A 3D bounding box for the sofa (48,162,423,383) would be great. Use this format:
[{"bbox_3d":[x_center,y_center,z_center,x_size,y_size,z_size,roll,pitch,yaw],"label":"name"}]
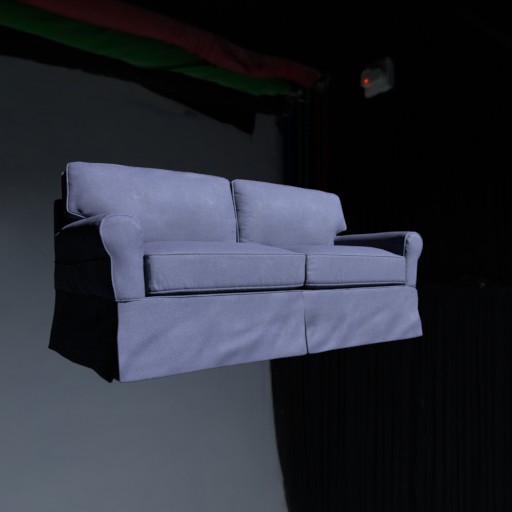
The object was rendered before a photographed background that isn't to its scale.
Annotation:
[{"bbox_3d":[0.000,0.000,2.809,2.256,1.094,0.983,1,-1,-35],"label":"sofa"}]
